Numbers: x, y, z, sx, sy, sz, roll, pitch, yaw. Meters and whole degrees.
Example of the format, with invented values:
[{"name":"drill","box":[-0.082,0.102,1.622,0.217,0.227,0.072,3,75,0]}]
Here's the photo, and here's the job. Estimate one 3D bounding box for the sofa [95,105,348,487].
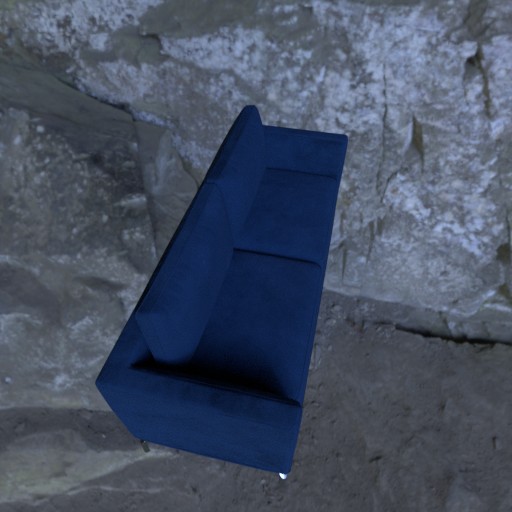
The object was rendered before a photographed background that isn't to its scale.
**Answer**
[{"name":"sofa","box":[0.000,0.000,2.660,0.853,0.998,2.212,9,46,9]}]
